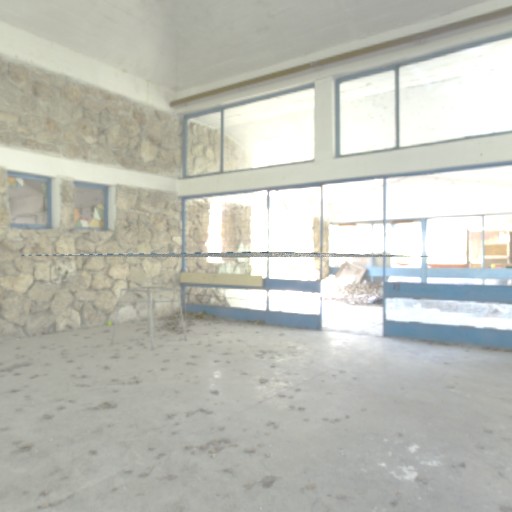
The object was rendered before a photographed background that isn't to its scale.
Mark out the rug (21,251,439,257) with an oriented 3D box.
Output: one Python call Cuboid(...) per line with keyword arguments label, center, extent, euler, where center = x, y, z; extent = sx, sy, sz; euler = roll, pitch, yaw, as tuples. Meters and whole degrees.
Cuboid(label="rug", center=(0.000, 0.000, 4.064), extent=(2.453, 0.008, 3.059), euler=(0, -1, 36))
